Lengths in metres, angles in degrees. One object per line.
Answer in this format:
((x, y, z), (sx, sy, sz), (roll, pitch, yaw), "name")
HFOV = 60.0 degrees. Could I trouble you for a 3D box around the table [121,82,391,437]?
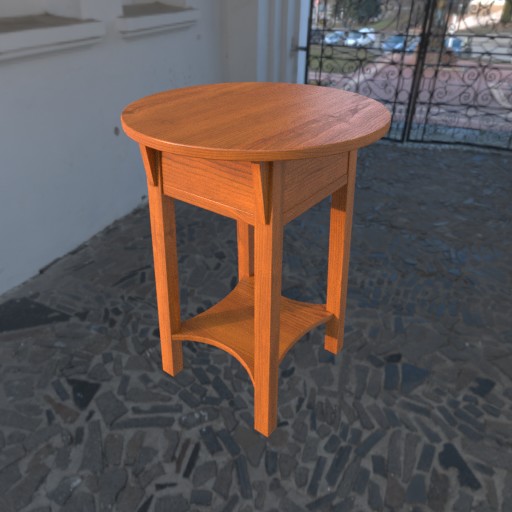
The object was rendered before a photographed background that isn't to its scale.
((0.000, 0.000, 0.933), (0.457, 0.610, 0.457), (0, 32, 0), "table")
